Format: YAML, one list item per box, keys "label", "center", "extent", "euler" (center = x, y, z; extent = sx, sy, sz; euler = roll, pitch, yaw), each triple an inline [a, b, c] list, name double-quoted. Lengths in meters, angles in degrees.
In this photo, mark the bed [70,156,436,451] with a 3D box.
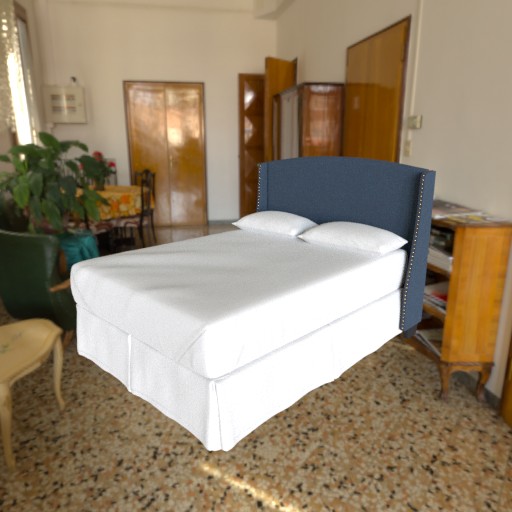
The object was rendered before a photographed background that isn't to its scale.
- label: "bed"
  center: [0.000, 0.000, 3.351]
  extent: [1.710, 1.407, 2.237]
  euler: [14, 21, 42]
